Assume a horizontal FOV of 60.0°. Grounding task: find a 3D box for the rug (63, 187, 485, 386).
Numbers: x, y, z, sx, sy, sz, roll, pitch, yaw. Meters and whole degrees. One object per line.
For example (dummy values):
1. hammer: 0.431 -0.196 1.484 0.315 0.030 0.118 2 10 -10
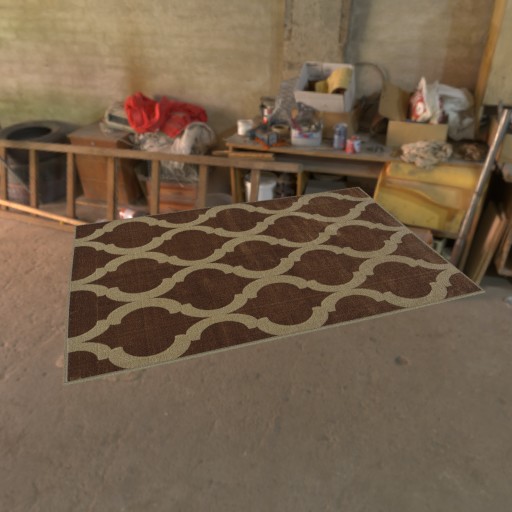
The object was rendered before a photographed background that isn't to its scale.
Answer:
1. rug: 0.000 0.000 2.859 2.290 0.014 1.526 -10 34 -14
